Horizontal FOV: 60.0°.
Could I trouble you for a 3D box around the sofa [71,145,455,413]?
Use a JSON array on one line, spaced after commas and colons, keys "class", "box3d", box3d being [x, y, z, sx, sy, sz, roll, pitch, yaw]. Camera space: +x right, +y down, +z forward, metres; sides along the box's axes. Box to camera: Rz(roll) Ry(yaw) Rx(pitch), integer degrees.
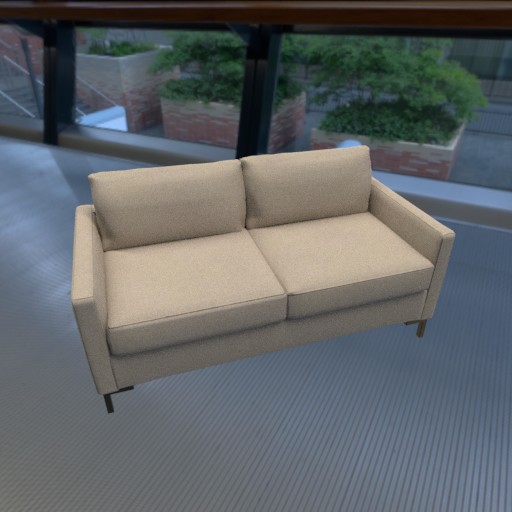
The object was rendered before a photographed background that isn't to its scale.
[{"class": "sofa", "box3d": [0.000, 0.000, 2.230, 1.682, 0.840, 0.875, -10, 33, -15]}]
